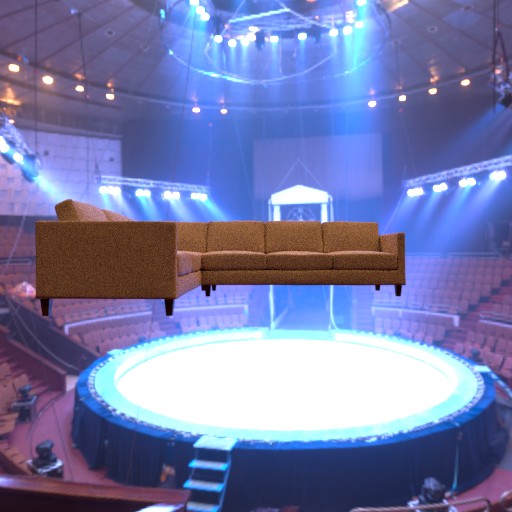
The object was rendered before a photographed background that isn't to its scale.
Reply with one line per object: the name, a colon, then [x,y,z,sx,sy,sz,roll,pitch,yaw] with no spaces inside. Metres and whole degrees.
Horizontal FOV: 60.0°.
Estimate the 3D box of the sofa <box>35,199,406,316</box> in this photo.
sofa: [0.000,0.000,4.370,3.182,0.863,2.432,0,0,-1]
